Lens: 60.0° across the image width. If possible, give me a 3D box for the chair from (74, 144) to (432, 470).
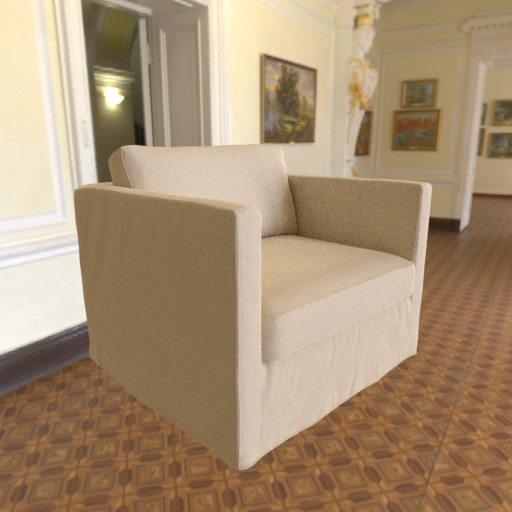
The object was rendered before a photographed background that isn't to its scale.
[{"bbox_3d":[0.000,0.000,1.743,1.057,0.851,0.947,-14,20,-43],"label":"chair"}]
